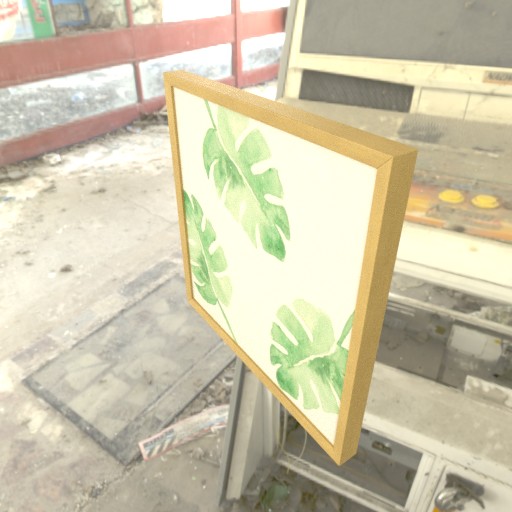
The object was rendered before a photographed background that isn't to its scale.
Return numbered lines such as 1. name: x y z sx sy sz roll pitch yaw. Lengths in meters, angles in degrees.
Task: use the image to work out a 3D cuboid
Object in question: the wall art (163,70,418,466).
1. wall art: 0.000 0.000 0.743 0.038 0.508 0.508 -21 38 -29
